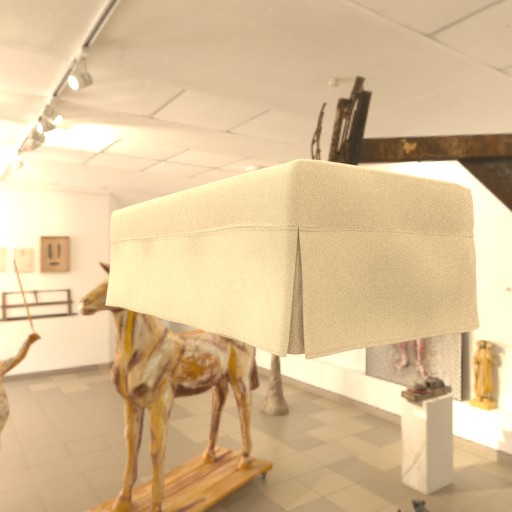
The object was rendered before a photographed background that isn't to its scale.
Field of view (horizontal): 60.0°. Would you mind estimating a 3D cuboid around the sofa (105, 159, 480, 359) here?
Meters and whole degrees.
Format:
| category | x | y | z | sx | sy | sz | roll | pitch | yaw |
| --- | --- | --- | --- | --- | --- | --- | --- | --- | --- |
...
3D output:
| category | x | y | z | sx | sy | sz | roll | pitch | yaw |
| --- | --- | --- | --- | --- | --- | --- | --- | --- | --- |
| sofa | 0.000 | 0.000 | 2.069 | 0.939 | 0.552 | 1.677 | 0 | 0 | -35 |
